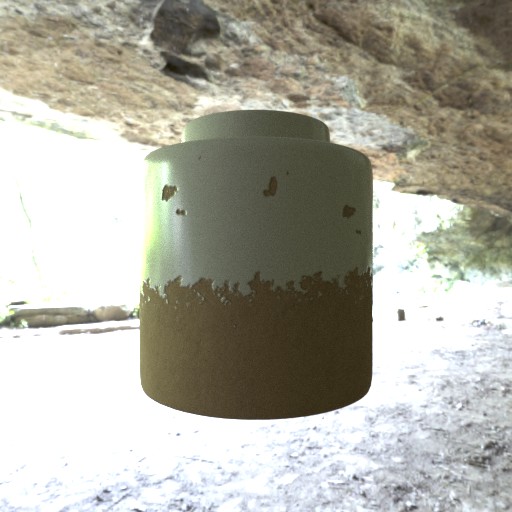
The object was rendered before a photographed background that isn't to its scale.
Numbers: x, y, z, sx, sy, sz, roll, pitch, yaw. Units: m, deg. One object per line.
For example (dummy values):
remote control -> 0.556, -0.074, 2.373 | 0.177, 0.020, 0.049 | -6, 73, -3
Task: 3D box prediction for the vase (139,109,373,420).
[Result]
vase -> 0.000, 0.000, 0.299 | 0.153, 0.167, 0.153 | 0, 1, 0
